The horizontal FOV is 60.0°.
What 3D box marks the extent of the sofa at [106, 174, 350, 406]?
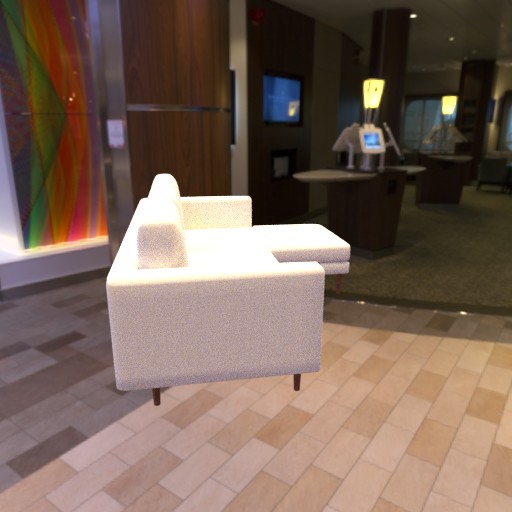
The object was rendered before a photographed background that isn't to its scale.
[{"bbox_3d":[0.000,0.000,2.887,1.580,0.899,2.029,-3,17,-10],"label":"sofa"}]
